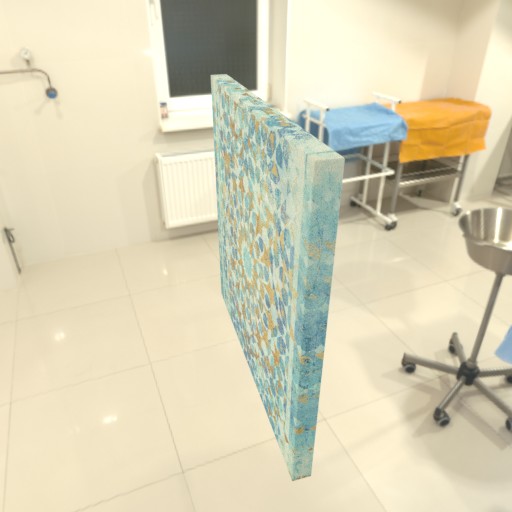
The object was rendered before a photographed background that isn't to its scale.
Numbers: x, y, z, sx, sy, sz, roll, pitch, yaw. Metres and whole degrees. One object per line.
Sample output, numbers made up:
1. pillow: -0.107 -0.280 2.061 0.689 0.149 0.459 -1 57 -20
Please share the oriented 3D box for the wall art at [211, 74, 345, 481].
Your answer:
1. wall art: 0.000 0.000 0.912 0.040 0.609 0.609 -8 32 -14
